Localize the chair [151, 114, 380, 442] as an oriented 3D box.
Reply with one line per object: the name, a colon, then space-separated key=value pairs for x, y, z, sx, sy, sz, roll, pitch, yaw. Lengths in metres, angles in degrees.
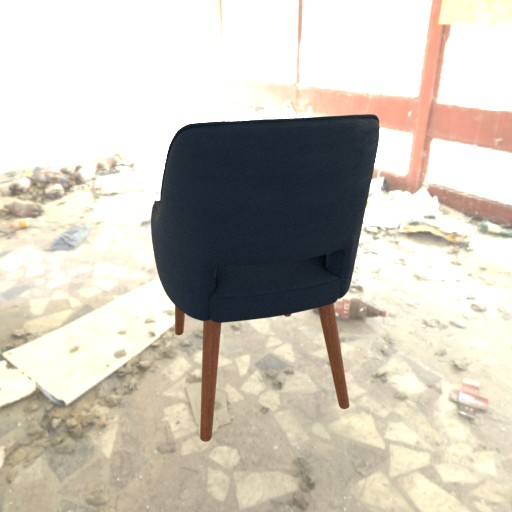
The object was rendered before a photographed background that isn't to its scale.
chair: x=0.000 y=0.000 z=1.268 sx=0.559 sy=0.844 sz=0.591 roll=-7 pitch=27 yaw=-15
